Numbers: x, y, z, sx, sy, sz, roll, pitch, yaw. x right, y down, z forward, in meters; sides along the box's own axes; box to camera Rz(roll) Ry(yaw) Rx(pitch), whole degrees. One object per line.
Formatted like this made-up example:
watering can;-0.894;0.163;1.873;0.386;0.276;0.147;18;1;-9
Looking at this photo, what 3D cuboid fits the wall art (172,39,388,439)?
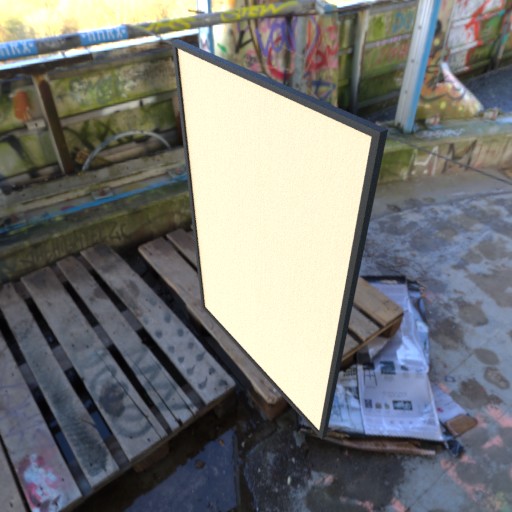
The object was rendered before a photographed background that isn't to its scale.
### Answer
wall art;0.000;0.000;0.831;0.013;0.660;0.460;-26;46;-28
